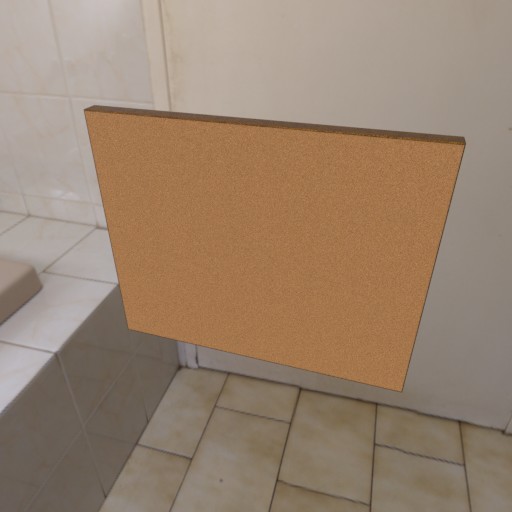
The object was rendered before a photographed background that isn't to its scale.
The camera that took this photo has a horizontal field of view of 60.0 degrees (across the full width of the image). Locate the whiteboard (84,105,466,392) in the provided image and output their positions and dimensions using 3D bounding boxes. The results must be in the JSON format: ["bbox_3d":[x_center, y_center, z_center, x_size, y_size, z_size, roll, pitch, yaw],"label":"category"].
[{"bbox_3d":[0.000,0.000,0.760,0.561,0.457,0.029,10,33,15],"label":"whiteboard"}]
